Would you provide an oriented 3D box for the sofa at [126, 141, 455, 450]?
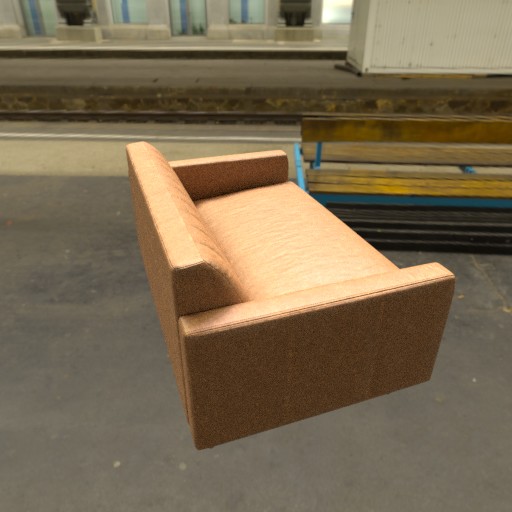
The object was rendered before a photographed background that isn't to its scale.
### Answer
[{"bbox_3d":[0.000,0.000,2.075,0.960,0.820,1.549,-10,32,-17],"label":"sofa"}]
